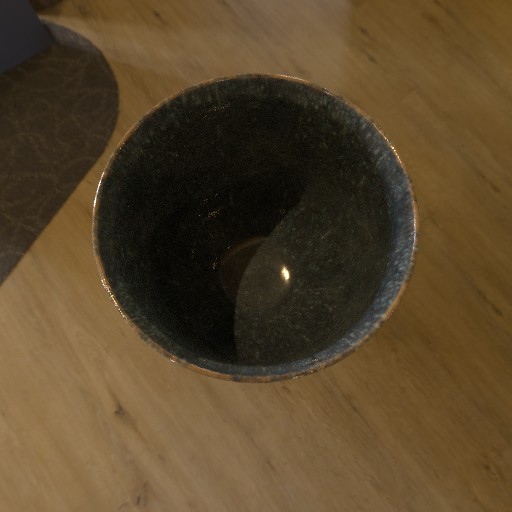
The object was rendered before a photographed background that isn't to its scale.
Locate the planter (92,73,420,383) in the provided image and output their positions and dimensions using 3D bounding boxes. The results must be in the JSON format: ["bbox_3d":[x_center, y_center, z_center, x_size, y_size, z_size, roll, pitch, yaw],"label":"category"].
[{"bbox_3d":[0.000,0.000,0.489,0.266,0.270,0.266,0,75,0],"label":"planter"}]
